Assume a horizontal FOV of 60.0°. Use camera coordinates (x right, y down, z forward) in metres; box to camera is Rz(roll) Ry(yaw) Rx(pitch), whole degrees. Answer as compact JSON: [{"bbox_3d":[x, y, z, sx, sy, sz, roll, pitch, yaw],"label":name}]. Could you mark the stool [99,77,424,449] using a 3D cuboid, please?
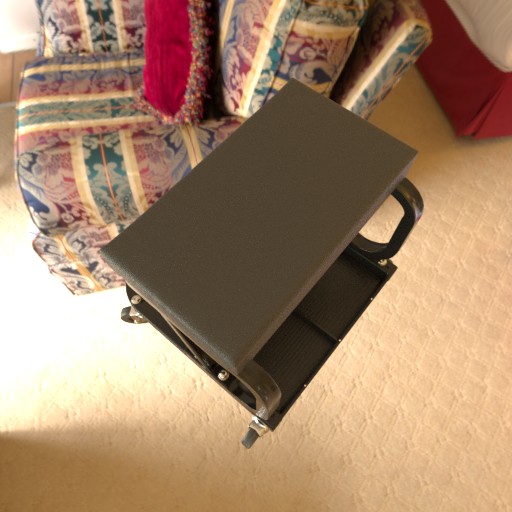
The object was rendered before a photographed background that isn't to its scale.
[{"bbox_3d":[0.000,0.000,0.718,0.371,0.380,0.446,37,69,17],"label":"stool"}]
